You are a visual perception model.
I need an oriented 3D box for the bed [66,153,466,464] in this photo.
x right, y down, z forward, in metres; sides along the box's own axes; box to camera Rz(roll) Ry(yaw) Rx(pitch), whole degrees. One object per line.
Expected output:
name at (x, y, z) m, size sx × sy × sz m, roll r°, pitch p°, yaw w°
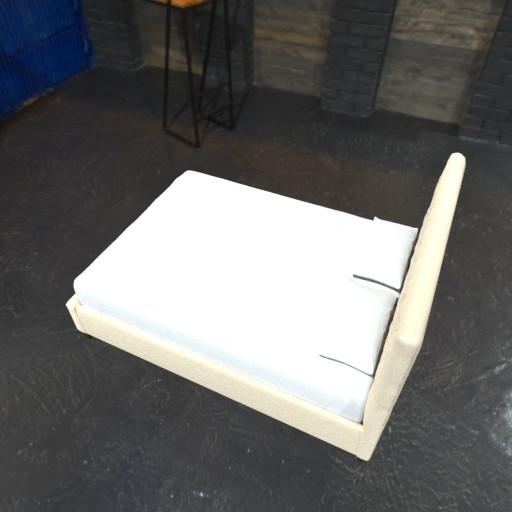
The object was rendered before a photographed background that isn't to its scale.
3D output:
bed at (0.000, 0.000, 3.304) m, size 2.387 × 1.427 × 1.698 m, roll 18°, pitch 48°, yaw 18°
